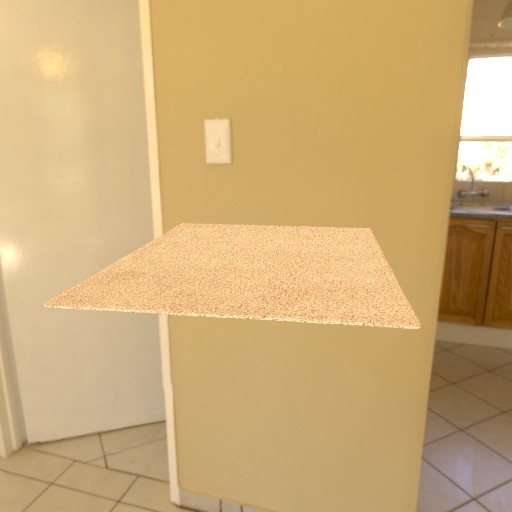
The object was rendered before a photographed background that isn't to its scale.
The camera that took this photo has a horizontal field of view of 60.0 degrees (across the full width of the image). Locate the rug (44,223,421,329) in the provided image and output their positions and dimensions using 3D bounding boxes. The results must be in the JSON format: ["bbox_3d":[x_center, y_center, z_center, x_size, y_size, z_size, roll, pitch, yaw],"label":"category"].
[{"bbox_3d":[0.000,0.000,4.245,2.438,0.029,3.047,2,15,8],"label":"rug"}]
